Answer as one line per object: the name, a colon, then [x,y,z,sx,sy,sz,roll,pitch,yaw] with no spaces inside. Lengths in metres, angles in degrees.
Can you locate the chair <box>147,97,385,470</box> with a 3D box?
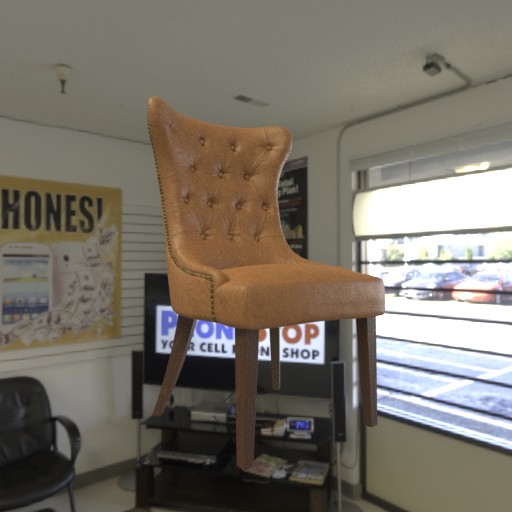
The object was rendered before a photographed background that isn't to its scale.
chair: [0.000,0.000,1.473,0.611,1.065,0.669,1,-1,-37]
